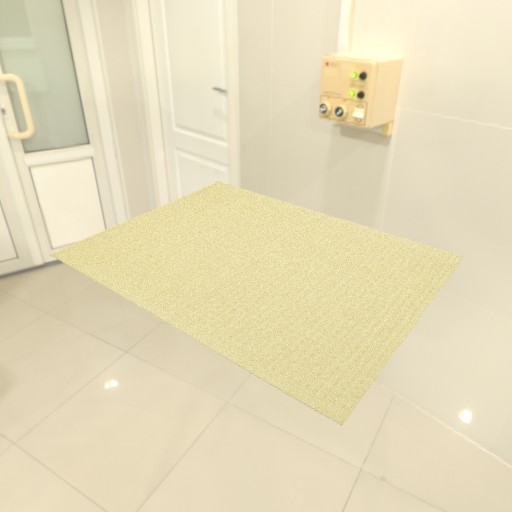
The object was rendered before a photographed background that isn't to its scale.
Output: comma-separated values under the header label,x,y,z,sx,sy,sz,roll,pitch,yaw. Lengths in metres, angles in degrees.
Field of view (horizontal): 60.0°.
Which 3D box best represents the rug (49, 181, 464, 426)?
label,x,y,z,sx,sy,sz,roll,pitch,yaw
rug,0.000,0.000,4.280,3.204,0.016,2.452,22,37,32
